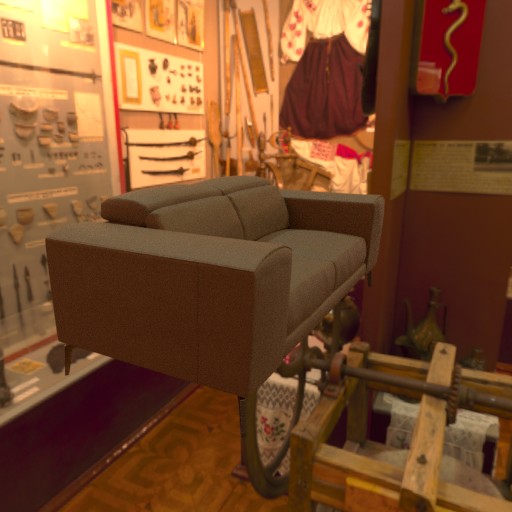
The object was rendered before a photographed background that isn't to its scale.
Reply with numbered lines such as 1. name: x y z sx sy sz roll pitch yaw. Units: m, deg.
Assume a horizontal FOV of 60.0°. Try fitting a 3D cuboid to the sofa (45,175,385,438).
1. sofa: 0.000 0.000 2.444 1.003 0.779 1.895 8 17 27
